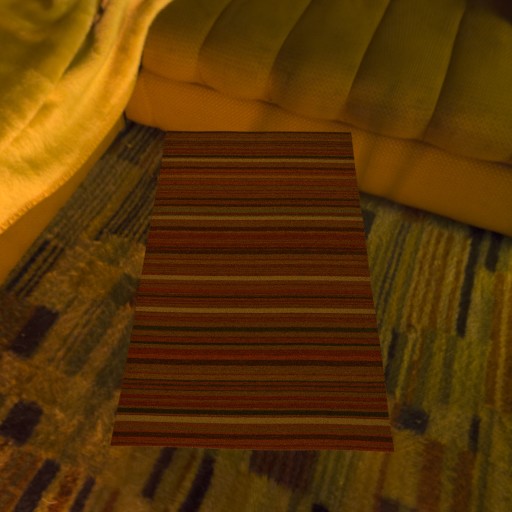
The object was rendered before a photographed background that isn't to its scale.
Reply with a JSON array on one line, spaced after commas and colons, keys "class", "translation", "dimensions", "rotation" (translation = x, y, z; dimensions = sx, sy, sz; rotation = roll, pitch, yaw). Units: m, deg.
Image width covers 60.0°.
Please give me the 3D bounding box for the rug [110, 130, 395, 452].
[{"class": "rug", "translation": [0.000, 0.000, 3.011], "dimensions": [1.523, 0.008, 2.438], "rotation": [1, 58, 1]}]
